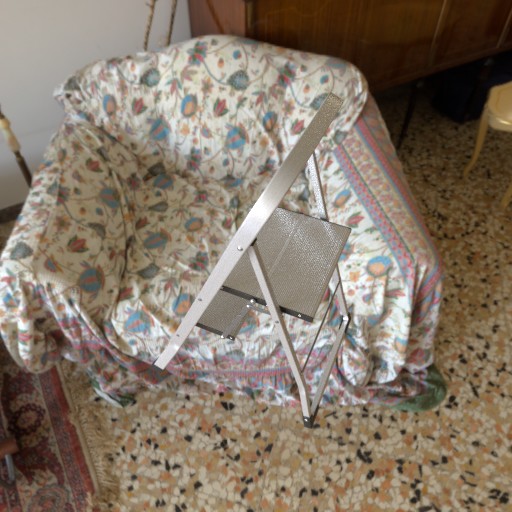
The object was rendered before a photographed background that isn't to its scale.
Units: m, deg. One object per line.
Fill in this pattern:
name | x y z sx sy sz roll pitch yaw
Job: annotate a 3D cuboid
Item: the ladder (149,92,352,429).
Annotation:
ladder | 0.000 0.000 1.157 0.530 0.830 0.465 18 51 16
